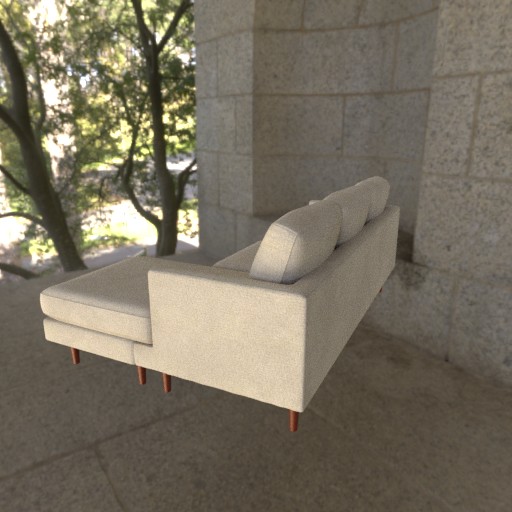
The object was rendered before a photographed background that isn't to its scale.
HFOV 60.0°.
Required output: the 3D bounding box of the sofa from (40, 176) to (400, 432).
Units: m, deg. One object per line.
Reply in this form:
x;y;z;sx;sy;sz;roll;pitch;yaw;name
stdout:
0.000;0.000;2.986;1.504;0.956;2.233;8;18;25;sofa
